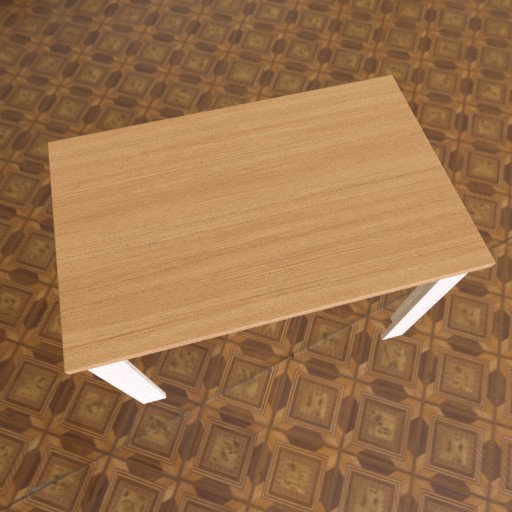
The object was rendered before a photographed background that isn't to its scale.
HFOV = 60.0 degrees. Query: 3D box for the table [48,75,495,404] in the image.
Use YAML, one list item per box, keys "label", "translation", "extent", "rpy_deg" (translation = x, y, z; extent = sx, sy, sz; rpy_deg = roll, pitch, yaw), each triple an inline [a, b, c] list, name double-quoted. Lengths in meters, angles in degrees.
- label: "table"
  translation: [0.000, 0.000, 1.563]
  extent: [1.100, 0.734, 0.700]
  rpy_deg: [-13, 65, -6]
